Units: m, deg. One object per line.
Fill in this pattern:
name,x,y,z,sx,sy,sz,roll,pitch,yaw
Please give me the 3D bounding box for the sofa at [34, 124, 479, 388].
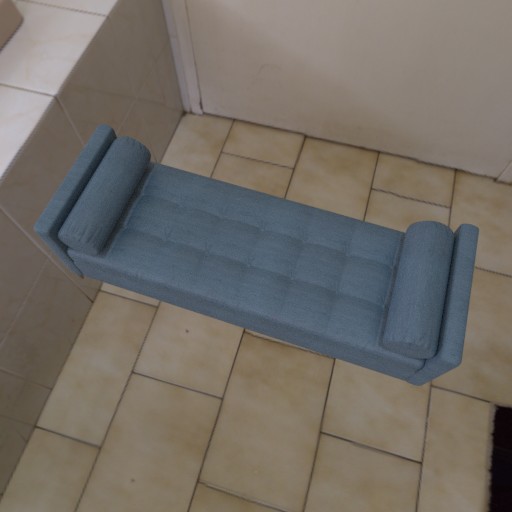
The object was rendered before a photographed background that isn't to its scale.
sofa,0.000,0.000,2.332,1.981,0.635,0.686,17,65,8
